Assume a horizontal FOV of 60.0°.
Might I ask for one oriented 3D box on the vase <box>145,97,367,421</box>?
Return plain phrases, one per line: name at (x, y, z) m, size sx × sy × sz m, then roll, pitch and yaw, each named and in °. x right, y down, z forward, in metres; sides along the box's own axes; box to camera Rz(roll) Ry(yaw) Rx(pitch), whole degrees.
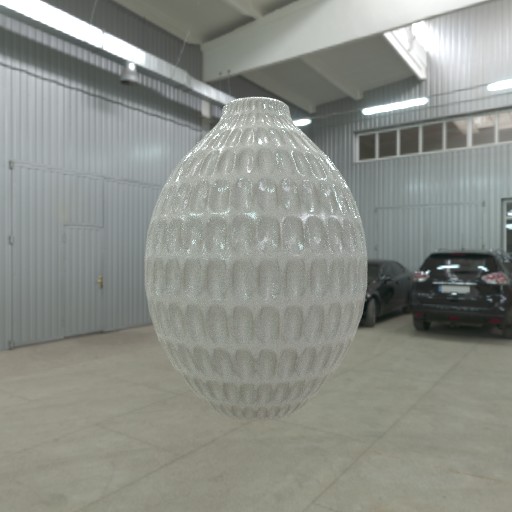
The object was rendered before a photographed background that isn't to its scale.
vase at (0.000, 0.000, 0.332) m, size 0.162 × 0.223 × 0.162 m, roll 0°, pitch 0°, yaw 0°
